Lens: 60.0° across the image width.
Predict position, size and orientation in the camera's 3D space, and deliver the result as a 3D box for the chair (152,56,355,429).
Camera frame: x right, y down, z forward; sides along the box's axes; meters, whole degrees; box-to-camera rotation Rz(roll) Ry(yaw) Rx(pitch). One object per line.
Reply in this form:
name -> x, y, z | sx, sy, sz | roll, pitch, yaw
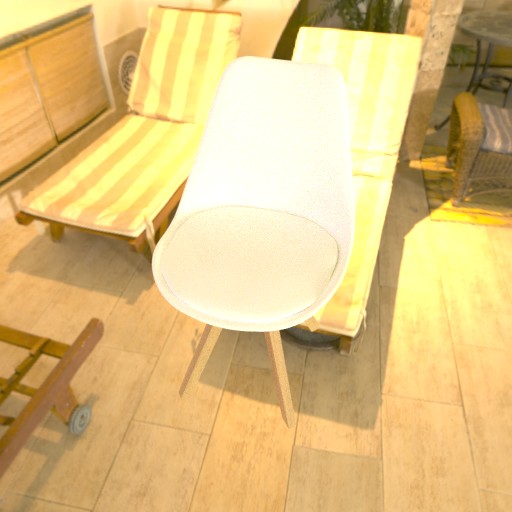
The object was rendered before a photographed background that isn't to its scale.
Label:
chair -> 0.000, 0.000, 1.180 | 0.485, 0.849, 0.550 | 11, 43, 13
